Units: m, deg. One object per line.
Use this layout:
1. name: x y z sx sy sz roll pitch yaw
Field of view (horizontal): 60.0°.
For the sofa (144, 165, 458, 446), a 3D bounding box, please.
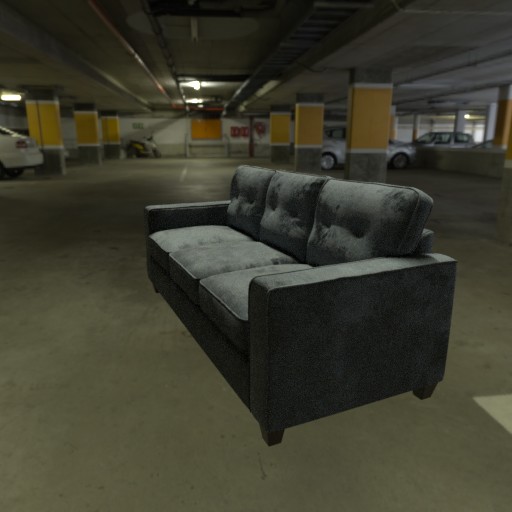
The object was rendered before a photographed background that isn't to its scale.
1. sofa: 0.000 0.000 2.650 0.939 0.965 2.133 -7 16 -24
